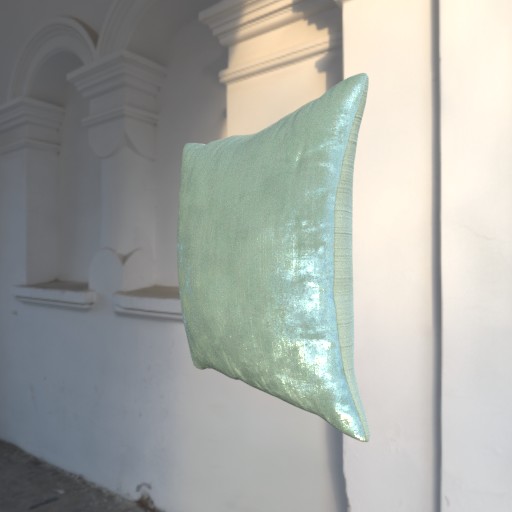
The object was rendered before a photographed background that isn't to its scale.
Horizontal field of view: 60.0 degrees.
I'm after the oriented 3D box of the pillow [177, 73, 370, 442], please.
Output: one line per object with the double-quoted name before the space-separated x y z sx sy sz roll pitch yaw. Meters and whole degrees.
"pillow" 0.000 0.000 0.735 0.175 0.464 0.470 0 0 -36
